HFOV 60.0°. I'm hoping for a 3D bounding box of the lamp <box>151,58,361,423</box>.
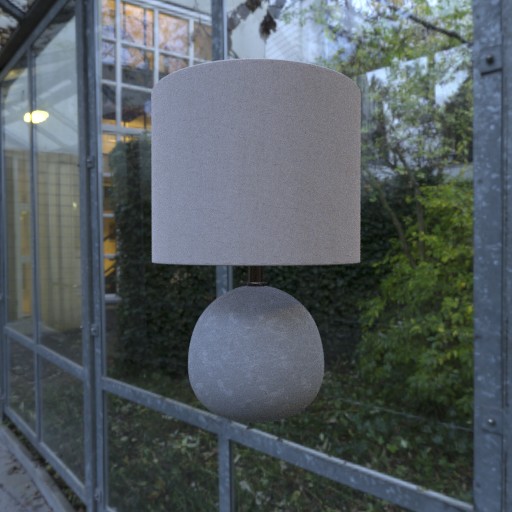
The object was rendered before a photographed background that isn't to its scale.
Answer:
[{"bbox_3d":[0.000,0.000,0.589,0.269,0.409,0.269,-1,1,-37],"label":"lamp"}]
